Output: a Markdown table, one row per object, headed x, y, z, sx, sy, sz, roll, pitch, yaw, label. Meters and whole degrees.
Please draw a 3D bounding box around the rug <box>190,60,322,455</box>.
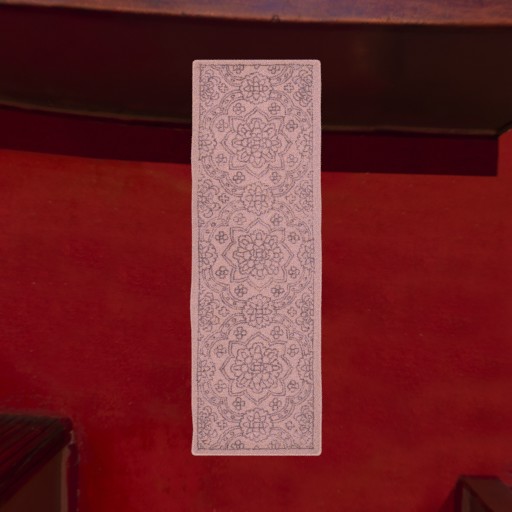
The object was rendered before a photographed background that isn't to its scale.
| x | y | z | sx | sy | sz | roll | pitch | yaw | label |
| --- | --- | --- | --- | --- | --- | --- | --- | --- | --- |
| 0.000 | 0.000 | 2.726 | 0.806 | 0.006 | 2.431 | 0 | 89 | 0 | rug |
